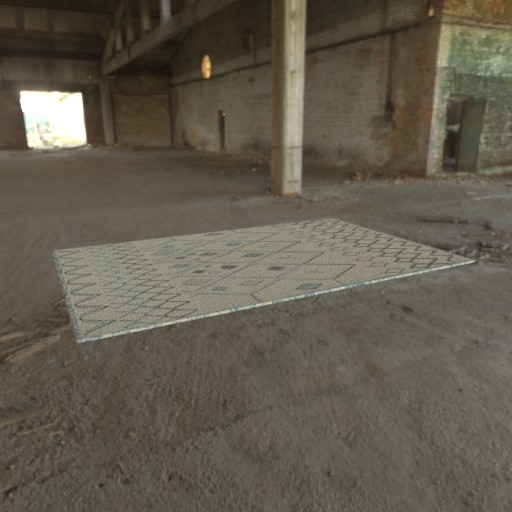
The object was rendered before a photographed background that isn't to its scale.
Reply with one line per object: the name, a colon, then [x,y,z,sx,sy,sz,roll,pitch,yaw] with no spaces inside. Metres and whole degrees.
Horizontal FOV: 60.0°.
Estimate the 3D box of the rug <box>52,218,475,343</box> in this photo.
rug: [0.000,0.000,2.995,2.439,0.015,1.524,-8,19,-26]
